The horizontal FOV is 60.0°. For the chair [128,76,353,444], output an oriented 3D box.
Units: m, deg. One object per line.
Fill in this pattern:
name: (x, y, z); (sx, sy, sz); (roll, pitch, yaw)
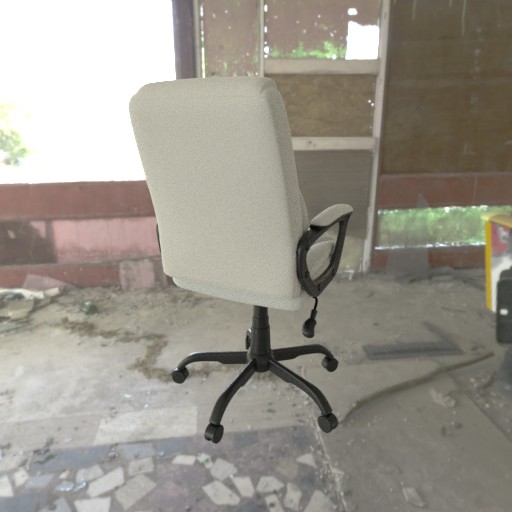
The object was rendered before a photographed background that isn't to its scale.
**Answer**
chair: (0.000, 0.000, 1.476); (0.663, 1.065, 0.669); (9, 19, 27)
